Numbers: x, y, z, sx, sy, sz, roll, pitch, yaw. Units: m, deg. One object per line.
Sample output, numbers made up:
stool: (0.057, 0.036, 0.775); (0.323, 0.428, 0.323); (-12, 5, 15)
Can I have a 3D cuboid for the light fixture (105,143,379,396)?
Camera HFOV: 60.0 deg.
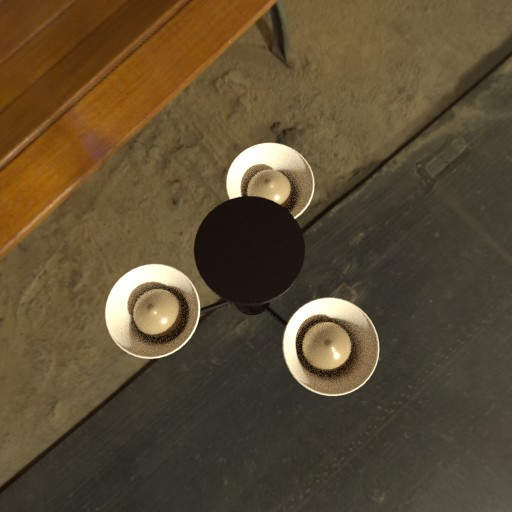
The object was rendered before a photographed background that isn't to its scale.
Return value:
light fixture: (0.000, 0.000, 0.666); (0.388, 0.370, 0.354); (11, 77, 3)
